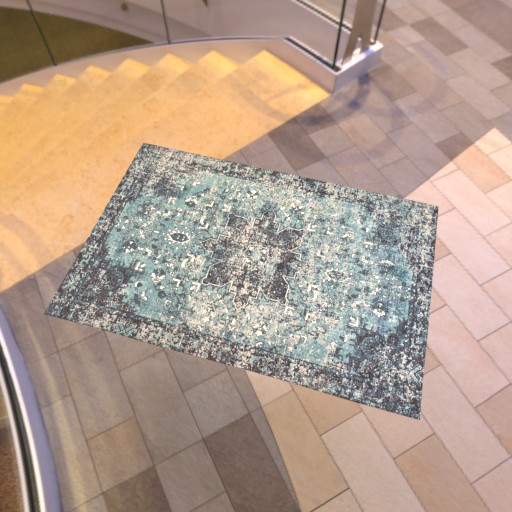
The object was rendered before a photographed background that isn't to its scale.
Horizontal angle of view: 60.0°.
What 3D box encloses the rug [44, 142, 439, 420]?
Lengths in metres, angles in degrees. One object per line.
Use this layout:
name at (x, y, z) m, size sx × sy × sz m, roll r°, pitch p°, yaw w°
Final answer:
rug at (0.000, 0.000, 2.359) m, size 1.828 × 0.005 × 1.219 m, roll 14°, pitch 60°, yaw 8°
